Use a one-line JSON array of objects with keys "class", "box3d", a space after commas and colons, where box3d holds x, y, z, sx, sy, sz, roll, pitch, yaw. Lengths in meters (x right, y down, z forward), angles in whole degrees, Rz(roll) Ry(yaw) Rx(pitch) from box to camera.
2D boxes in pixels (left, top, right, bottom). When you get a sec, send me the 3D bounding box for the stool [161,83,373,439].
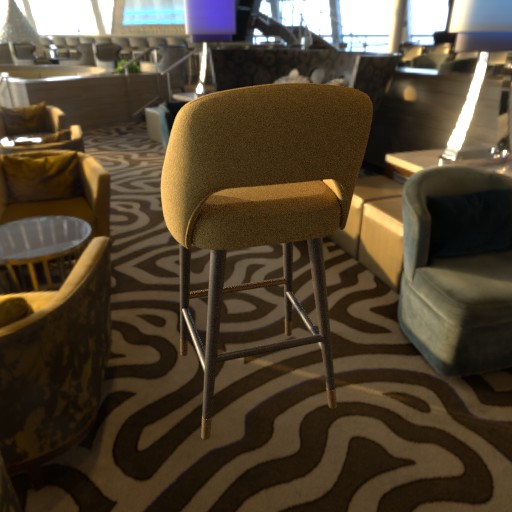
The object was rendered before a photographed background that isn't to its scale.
[{"class": "stool", "box3d": [0.000, 0.000, 1.360, 0.536, 1.032, 0.522, -8, 27, -15]}]
